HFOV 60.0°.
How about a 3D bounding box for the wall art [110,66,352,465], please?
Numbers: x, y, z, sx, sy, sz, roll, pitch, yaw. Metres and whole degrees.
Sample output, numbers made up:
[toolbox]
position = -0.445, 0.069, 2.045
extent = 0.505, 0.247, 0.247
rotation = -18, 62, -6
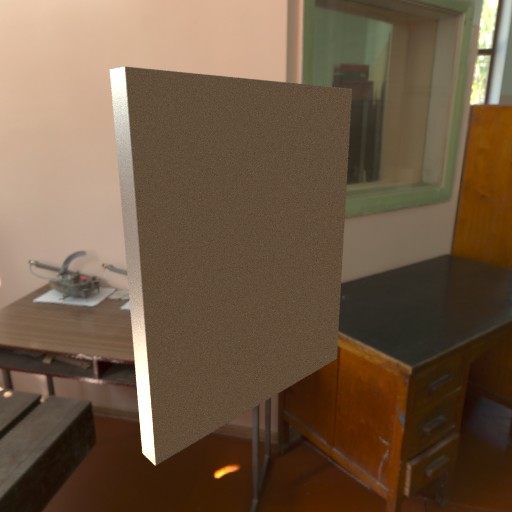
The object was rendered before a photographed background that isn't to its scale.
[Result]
[wall art]
position = 0.000, 0.000, 0.745
extent = 0.452, 0.549, 0.038
rotation = -15, 22, -42
